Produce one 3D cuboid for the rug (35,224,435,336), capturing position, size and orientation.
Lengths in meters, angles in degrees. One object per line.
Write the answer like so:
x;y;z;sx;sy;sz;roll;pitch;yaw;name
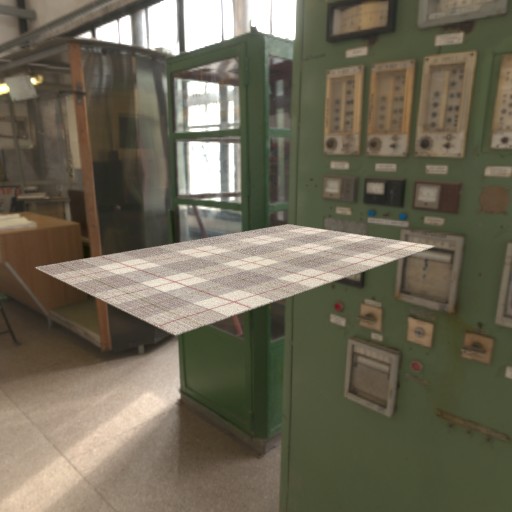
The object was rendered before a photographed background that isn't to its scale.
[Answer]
0.000;0.000;3.162;1.549;0.010;2.464;13;18;43;rug
